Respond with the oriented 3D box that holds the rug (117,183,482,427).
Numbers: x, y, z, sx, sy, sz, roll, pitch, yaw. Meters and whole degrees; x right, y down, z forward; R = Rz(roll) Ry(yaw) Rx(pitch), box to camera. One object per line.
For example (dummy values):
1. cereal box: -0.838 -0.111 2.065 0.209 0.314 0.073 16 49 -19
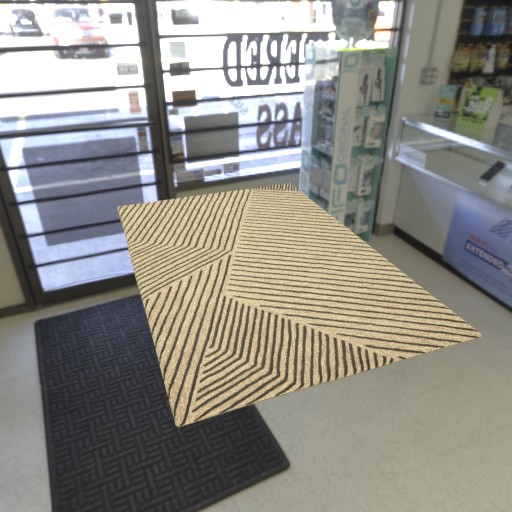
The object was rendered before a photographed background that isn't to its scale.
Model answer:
1. rug: 0.000 0.000 2.321 1.237 0.019 1.842 -11 31 -18
